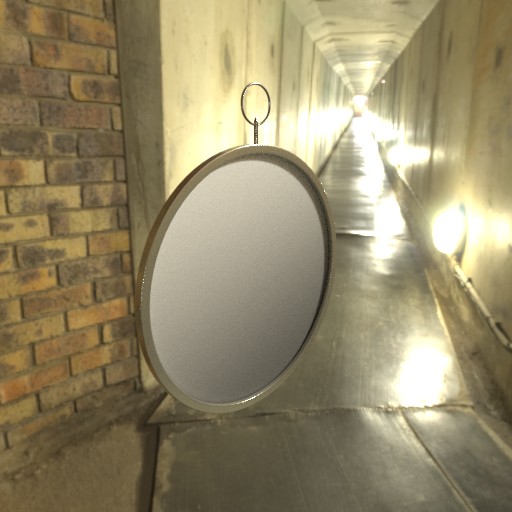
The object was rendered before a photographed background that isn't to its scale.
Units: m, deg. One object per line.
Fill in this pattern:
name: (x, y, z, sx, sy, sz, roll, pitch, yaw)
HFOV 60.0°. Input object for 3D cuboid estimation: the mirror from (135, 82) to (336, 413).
mirror: (0.000, 0.000, 0.971, 0.020, 0.713, 0.594, 14, 20, 43)
